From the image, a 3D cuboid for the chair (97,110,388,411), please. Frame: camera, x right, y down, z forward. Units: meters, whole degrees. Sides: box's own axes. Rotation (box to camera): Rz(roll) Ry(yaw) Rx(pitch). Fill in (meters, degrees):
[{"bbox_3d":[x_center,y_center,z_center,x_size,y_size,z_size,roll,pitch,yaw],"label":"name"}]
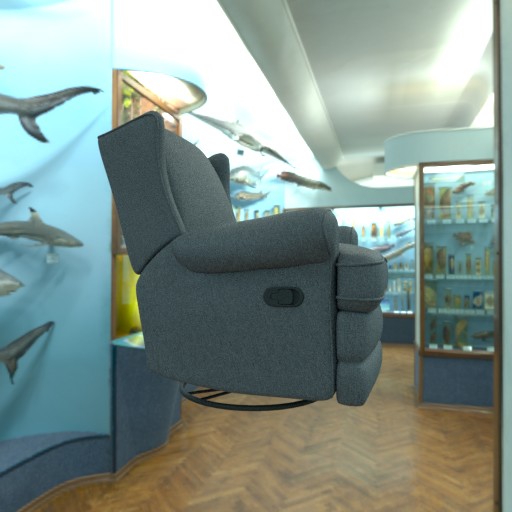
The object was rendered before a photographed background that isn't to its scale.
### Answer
[{"bbox_3d":[0.000,0.000,1.712,0.969,1.011,0.847,0,-1,18],"label":"chair"}]
